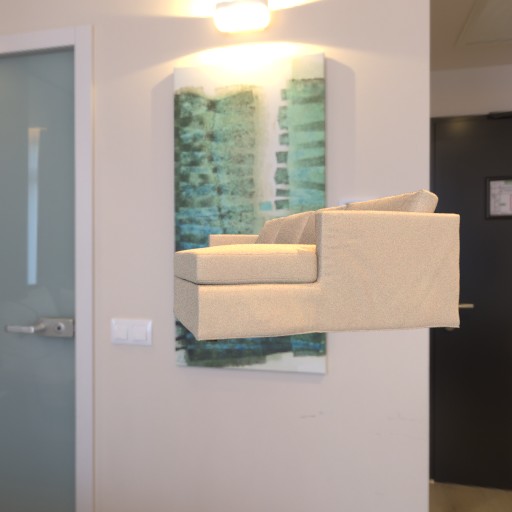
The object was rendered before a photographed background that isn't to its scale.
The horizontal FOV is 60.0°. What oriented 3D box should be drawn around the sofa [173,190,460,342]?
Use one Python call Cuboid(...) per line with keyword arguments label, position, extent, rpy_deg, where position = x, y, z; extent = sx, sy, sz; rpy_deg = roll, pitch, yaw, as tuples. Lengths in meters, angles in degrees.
Cuboid(label="sofa", position=(0.000, 0.000, 3.933), extent=(1.622, 0.871, 3.206), rpy_deg=(0, 0, -17))
